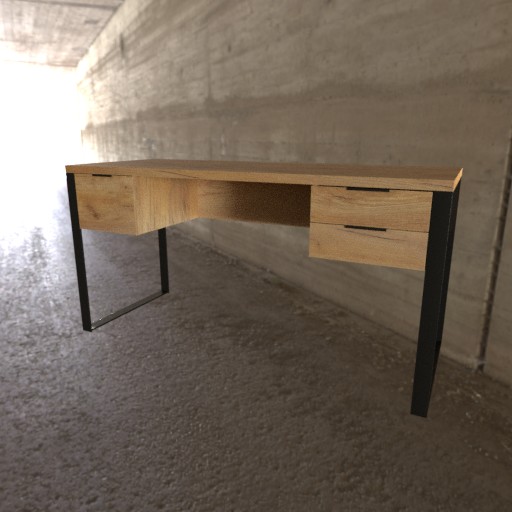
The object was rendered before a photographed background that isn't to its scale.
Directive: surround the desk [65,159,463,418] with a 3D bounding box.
[{"bbox_3d":[0.000,0.000,1.910,1.520,0.760,0.600,7,17,25],"label":"desk"}]
